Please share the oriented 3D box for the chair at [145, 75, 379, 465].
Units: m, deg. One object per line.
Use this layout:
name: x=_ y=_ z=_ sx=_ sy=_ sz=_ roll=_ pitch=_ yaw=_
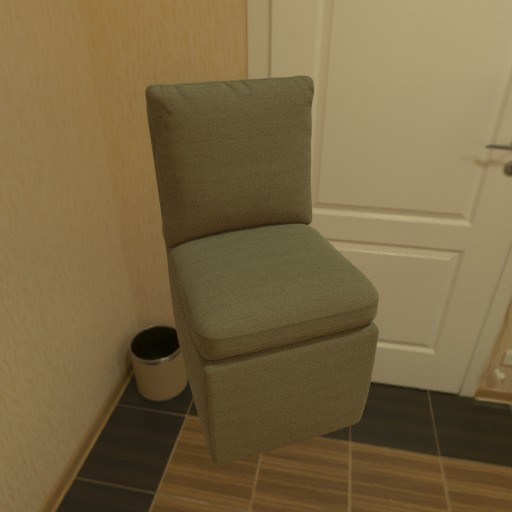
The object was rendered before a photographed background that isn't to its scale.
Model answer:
chair: x=0.000 y=0.000 z=1.327 sx=0.503 sy=0.927 sz=0.698 roll=-10 pitch=33 yaw=-16
